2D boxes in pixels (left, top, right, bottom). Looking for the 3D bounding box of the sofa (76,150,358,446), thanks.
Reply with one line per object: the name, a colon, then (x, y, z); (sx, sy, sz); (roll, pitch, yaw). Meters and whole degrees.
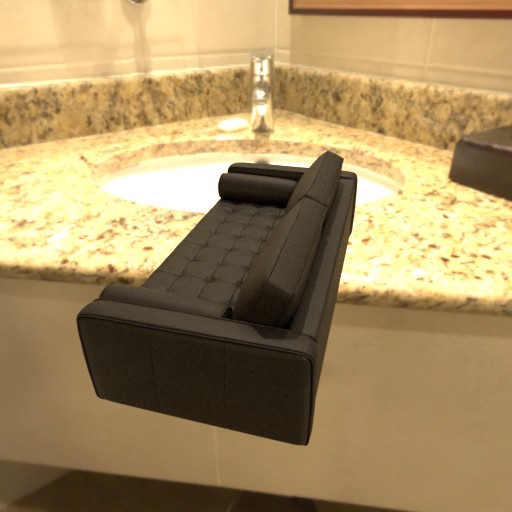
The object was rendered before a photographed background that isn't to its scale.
sofa: (0.000, 0.000, 2.386); (0.921, 0.770, 1.879); (8, 31, 13)
